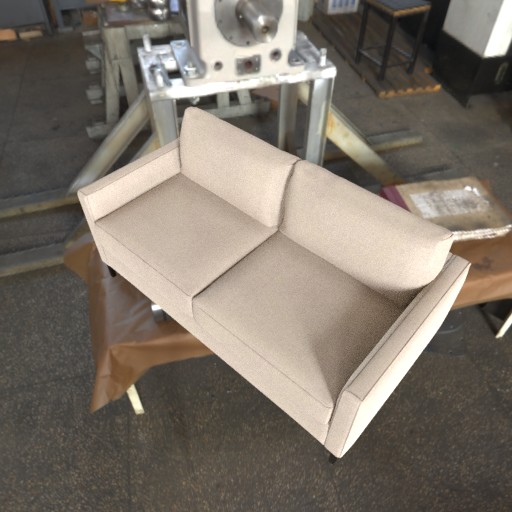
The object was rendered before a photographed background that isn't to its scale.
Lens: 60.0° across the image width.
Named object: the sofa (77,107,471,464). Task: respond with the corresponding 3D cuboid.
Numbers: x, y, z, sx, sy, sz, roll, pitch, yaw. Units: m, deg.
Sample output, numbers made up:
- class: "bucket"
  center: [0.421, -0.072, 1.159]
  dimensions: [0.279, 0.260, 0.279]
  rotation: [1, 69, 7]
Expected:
- class: "sofa"
  center: [0.000, 0.000, 2.153]
  dimensions: [1.682, 0.840, 0.875]
  rotation: [33, 55, 28]
